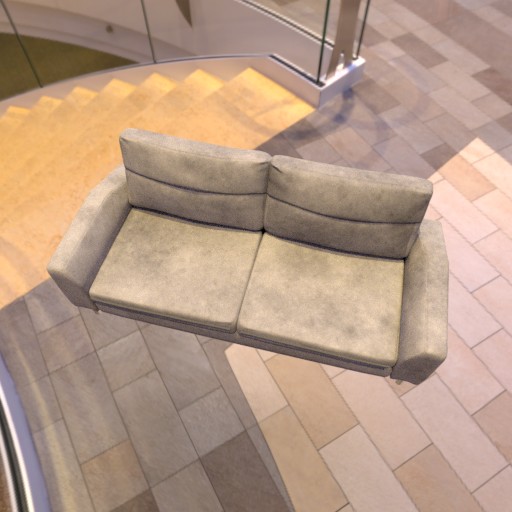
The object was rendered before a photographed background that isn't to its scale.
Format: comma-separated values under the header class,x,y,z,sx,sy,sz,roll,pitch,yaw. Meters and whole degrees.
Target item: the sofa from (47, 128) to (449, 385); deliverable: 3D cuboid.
class,x,y,z,sx,sy,sz,roll,pitch,yaw
sofa,0.000,0.000,2.299,1.837,0.859,0.849,12,57,8
